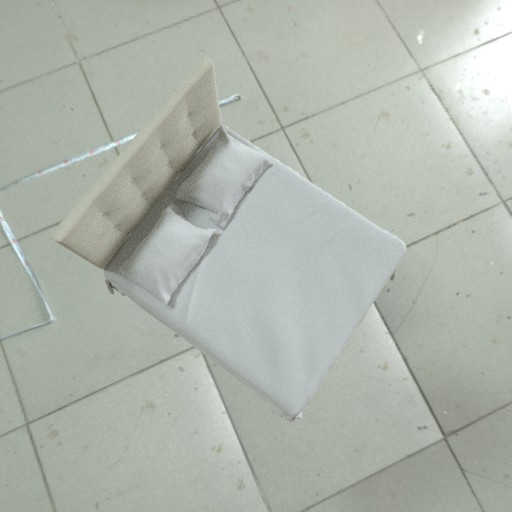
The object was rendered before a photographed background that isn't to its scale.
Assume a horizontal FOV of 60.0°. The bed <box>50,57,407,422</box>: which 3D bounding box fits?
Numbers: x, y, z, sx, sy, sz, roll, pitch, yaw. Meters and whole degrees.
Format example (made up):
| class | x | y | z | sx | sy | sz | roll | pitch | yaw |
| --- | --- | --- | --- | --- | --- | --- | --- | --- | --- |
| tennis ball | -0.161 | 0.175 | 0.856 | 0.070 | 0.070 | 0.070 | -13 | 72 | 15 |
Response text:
| class | x | y | z | sx | sy | sz | roll | pitch | yaw |
| --- | --- | --- | --- | --- | --- | --- | --- | --- | --- |
| bed | 0.000 | 0.000 | 3.557 | 2.222 | 1.577 | 1.936 | 35 | 79 | 8 |
